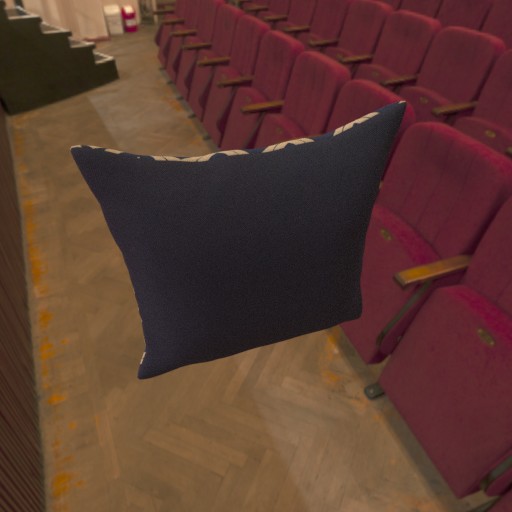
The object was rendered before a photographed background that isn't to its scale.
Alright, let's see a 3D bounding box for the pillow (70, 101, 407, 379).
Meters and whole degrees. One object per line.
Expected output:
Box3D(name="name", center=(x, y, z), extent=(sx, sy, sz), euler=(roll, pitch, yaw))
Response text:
Box3D(name="pillow", center=(0.000, 0.000, 0.785), extent=(0.504, 0.494, 0.188), euler=(-13, 41, -15))
